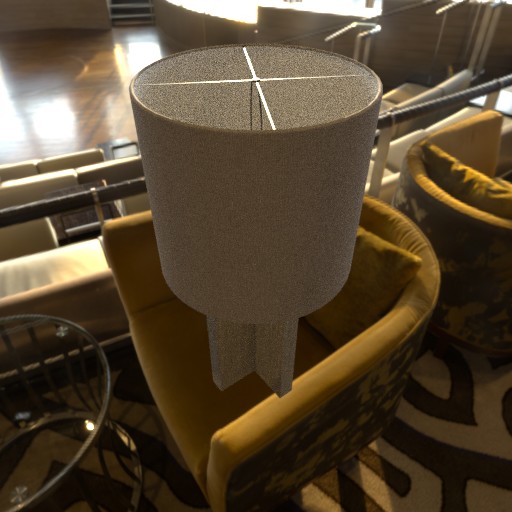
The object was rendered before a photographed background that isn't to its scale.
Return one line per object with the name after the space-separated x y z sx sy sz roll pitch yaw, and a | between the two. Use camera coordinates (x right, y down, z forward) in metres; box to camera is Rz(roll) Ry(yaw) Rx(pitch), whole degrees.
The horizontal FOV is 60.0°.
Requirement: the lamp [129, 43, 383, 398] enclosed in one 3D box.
0.000 0.000 0.545 0.229 0.428 0.229 -26 47 -28 | lamp
